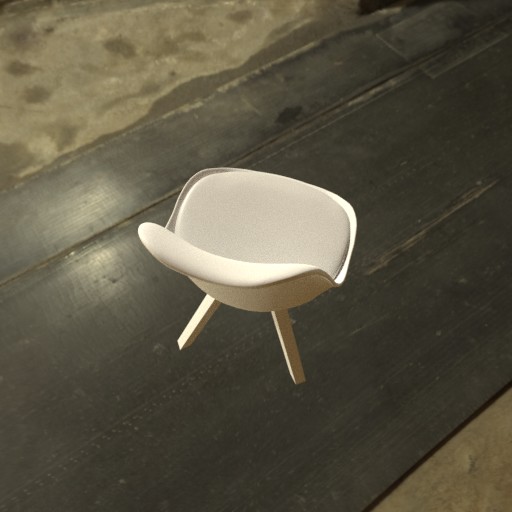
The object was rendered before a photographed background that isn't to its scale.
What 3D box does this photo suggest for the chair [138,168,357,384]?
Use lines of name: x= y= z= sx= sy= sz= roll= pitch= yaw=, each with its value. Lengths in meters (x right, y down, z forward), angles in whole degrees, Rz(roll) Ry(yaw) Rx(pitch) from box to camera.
chair: x=0.000 y=0.000 z=1.197 sx=0.485 sy=0.850 sz=0.550 roll=15 pitch=63 yaw=8
